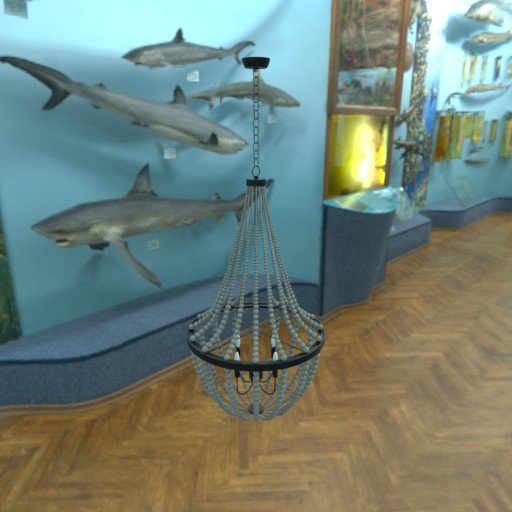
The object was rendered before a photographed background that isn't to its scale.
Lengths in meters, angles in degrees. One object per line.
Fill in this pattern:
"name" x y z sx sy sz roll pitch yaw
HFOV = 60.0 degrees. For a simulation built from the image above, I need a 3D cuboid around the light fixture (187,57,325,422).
"light fixture" 0.000 0.000 1.382 0.450 1.133 0.450 0 17 0
